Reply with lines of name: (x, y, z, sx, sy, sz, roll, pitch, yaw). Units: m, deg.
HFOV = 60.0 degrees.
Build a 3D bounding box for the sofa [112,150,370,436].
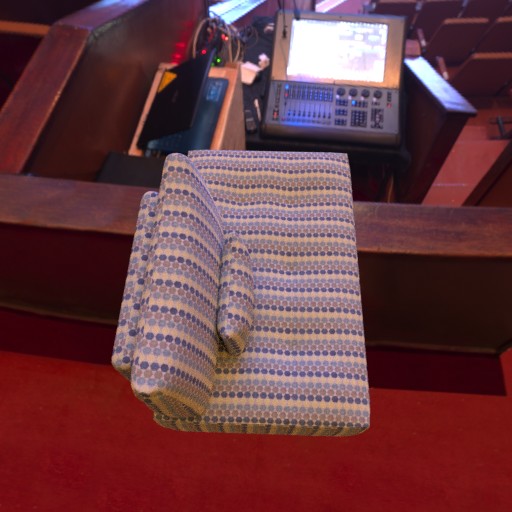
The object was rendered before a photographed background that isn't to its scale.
sofa: (0.000, 0.000, 2.031, 1.000, 0.820, 1.450, 2, 62, 1)
